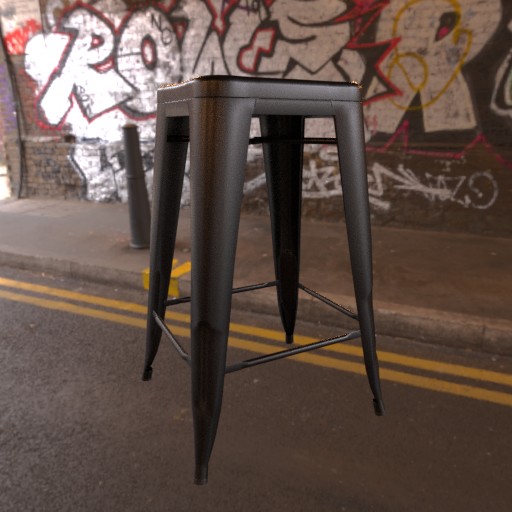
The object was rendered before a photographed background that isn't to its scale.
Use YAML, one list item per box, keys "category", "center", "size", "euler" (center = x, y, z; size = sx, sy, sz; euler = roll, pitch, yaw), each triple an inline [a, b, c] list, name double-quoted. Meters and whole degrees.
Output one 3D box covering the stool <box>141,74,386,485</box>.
- category: "stool"
  center: [0.000, 0.000, 0.843]
  size: [0.399, 0.609, 0.359]
  euler: [-9, 18, -27]
